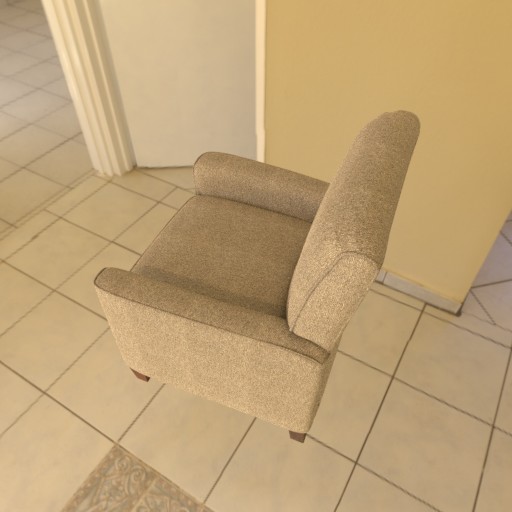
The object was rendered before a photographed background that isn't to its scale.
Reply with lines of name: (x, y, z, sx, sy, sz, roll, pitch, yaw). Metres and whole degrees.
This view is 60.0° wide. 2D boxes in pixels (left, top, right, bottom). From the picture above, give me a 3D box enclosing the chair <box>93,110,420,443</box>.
chair: (0.000, 0.000, 1.606, 0.858, 1.028, 0.841, 16, 48, 15)
